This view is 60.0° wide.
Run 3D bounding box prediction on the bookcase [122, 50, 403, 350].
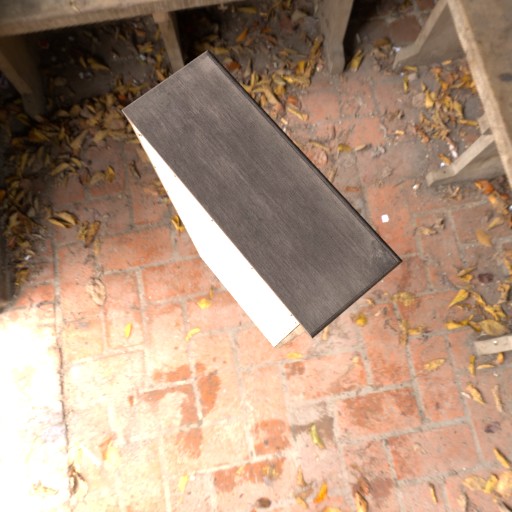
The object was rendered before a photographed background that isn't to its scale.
[{"bbox_3d":[0.000,0.000,2.225,0.348,1.880,0.906,-38,79,-9],"label":"bookcase"}]
